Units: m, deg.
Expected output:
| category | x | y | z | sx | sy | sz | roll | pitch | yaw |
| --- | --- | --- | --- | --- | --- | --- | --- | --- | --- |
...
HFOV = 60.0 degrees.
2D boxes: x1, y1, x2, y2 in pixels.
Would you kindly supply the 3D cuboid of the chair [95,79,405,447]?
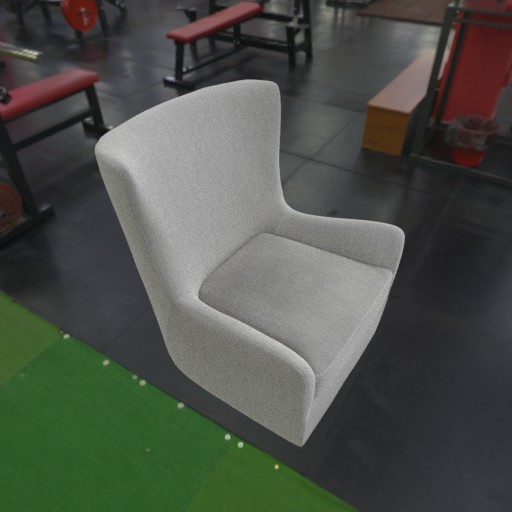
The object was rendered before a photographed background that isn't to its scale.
| category | x | y | z | sx | sy | sz | roll | pitch | yaw |
| --- | --- | --- | --- | --- | --- | --- | --- | --- | --- |
| chair | 0.000 | 0.000 | 1.657 | 0.904 | 1.000 | 0.779 | 24 | 46 | 26 |
